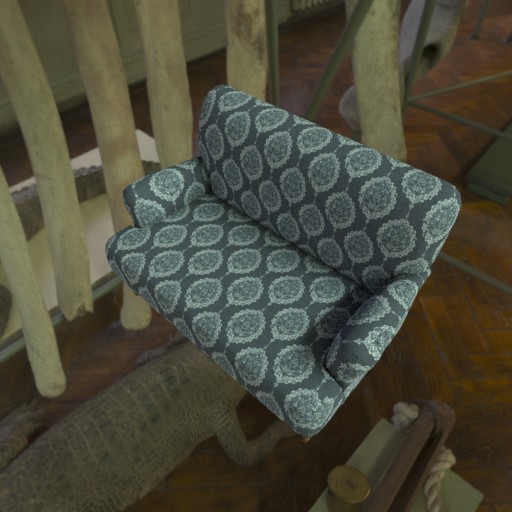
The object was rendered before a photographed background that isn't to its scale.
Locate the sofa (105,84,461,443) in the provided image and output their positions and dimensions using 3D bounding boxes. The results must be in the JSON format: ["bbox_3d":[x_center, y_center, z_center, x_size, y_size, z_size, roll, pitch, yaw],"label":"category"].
[{"bbox_3d":[0.000,0.000,1.832,1.297,0.867,0.779,34,55,28],"label":"sofa"}]
